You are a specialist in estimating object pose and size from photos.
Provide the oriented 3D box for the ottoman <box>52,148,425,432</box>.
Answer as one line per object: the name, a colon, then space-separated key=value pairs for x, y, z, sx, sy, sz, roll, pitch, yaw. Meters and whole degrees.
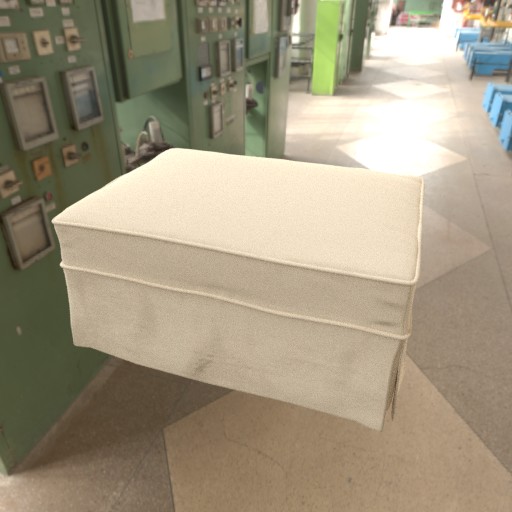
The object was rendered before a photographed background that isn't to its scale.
ottoman: x=0.000 y=0.000 z=1.347 sx=0.944 sy=0.479 sz=0.703 roll=10 pitch=32 yaw=16
